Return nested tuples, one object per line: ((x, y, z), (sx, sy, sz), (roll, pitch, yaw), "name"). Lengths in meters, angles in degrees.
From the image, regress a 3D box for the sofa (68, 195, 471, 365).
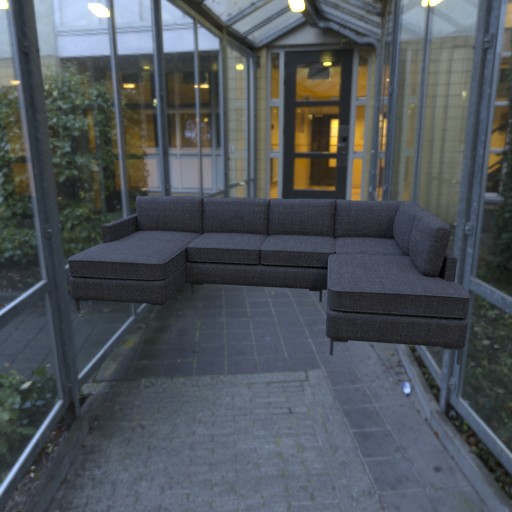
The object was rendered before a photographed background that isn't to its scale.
((0.000, 0.000, 4.353), (3.423, 0.999, 2.048), (2, 15, 9), "sofa")
